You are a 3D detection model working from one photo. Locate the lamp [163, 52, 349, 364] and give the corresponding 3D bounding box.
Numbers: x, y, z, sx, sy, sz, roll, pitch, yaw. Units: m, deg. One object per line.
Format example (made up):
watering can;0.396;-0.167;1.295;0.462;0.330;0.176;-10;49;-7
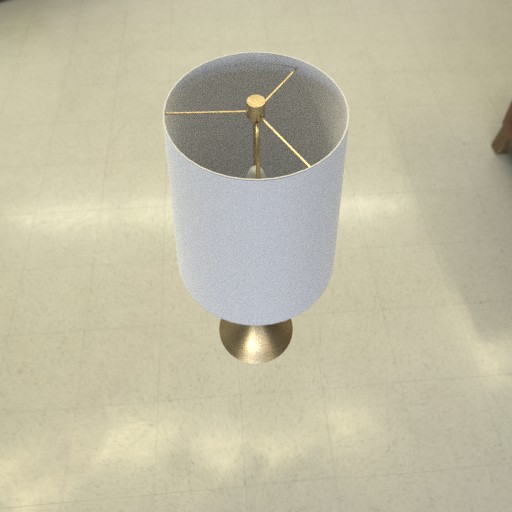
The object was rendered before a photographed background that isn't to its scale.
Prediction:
lamp;0.000;0.000;0.664;0.231;0.569;0.231;0;59;0
